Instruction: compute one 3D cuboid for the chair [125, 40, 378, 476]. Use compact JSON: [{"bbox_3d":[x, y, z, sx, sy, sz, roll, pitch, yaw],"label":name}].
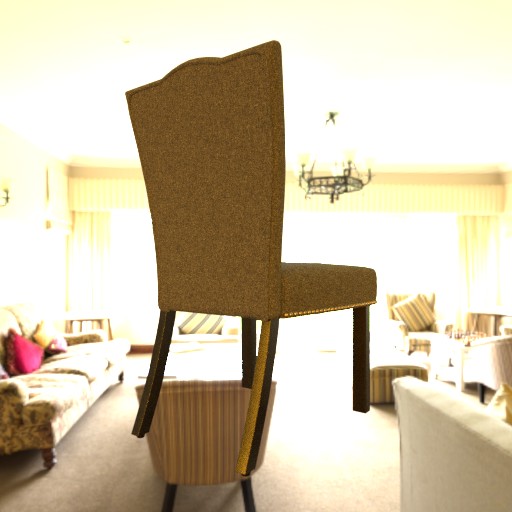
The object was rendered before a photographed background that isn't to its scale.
[{"bbox_3d":[0.000,0.000,1.280,0.518,0.946,0.589,0,-1,36],"label":"chair"}]
